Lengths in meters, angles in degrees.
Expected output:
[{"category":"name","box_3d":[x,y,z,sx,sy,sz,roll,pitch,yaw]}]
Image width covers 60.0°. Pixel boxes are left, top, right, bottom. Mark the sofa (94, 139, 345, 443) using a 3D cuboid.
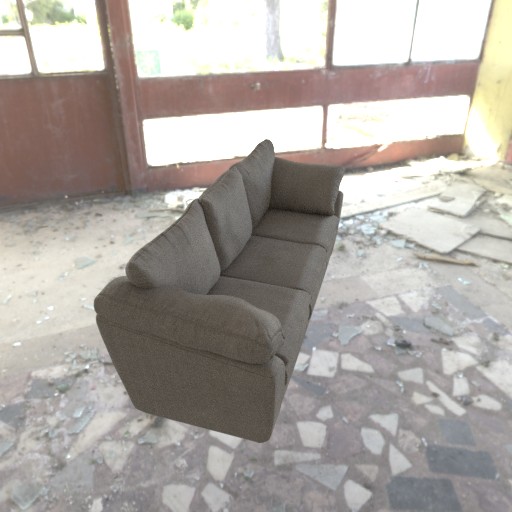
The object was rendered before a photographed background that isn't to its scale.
[{"category":"sofa","box_3d":[0.000,0.000,2.937,0.878,0.996,2.334,9,31,15]}]
